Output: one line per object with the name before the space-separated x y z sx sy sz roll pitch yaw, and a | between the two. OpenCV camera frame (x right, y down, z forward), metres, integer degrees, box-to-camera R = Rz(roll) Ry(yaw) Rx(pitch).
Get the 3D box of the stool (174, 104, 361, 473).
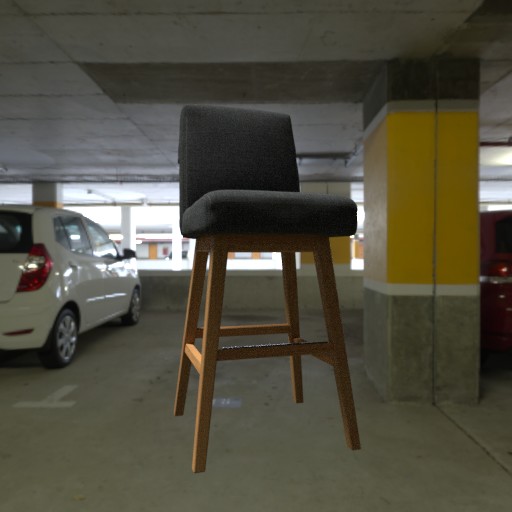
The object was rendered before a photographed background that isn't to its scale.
stool | 0.000 0.000 1.436 0.483 1.112 0.570 0 0 -17
